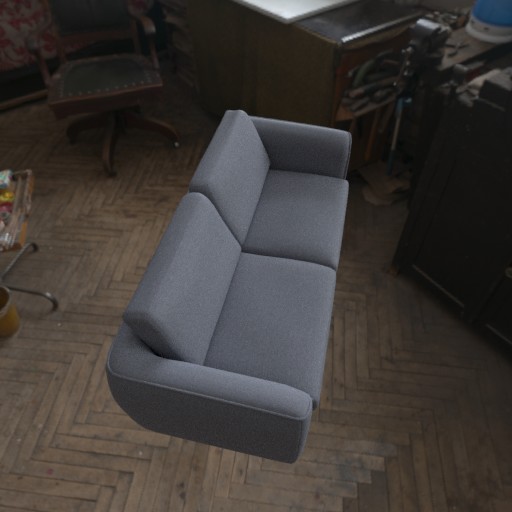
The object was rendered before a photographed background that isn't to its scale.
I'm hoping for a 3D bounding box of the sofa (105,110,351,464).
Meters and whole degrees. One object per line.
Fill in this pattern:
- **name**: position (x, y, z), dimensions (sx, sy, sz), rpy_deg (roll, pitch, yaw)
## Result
- **sofa**: position (0.000, 0.000, 2.530), dimensions (0.920, 0.870, 2.000), rpy_deg (10, 49, 8)
